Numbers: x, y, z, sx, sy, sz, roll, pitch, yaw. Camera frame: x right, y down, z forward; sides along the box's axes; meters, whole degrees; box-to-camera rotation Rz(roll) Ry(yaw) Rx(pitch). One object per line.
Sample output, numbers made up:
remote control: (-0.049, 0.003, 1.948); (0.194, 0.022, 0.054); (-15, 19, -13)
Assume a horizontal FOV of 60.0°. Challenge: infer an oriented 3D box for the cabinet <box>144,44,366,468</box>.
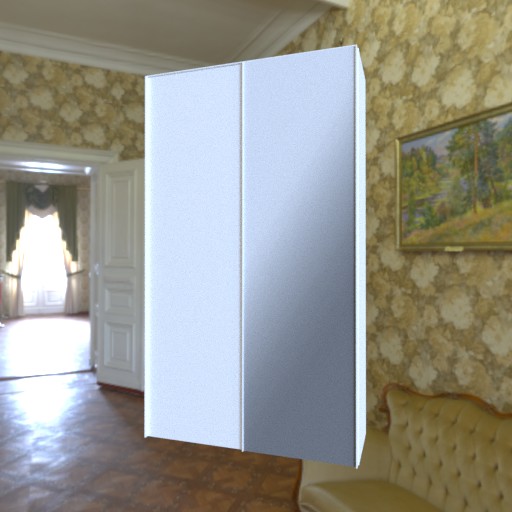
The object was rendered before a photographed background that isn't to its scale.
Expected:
cabinet: (0.000, 0.000, 2.673); (1.250, 2.160, 0.480); (0, 0, 18)
